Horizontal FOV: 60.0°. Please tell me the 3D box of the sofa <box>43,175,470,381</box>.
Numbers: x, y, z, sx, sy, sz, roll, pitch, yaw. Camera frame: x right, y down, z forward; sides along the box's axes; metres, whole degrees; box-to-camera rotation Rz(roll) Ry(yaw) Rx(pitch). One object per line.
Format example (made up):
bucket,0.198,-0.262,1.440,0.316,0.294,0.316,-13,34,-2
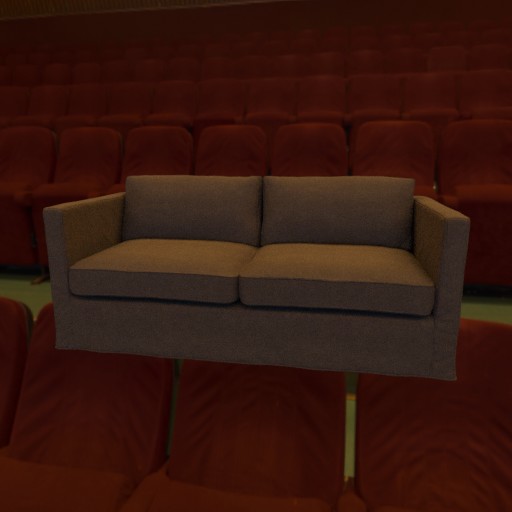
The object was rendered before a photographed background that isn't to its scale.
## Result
sofa,0.000,0.000,2.462,1.982,0.855,0.953,2,14,9
